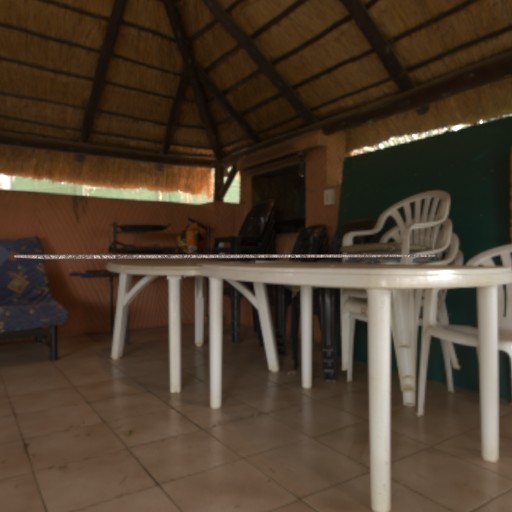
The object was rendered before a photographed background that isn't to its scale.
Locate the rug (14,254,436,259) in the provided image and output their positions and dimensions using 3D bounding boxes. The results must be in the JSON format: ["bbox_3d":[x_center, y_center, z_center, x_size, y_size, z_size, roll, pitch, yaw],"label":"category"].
[{"bbox_3d":[0.000,0.000,2.458,2.305,0.013,0.719,0,0,-35],"label":"rug"}]
